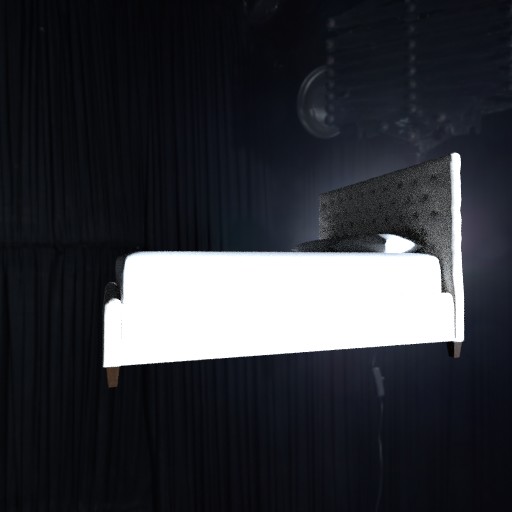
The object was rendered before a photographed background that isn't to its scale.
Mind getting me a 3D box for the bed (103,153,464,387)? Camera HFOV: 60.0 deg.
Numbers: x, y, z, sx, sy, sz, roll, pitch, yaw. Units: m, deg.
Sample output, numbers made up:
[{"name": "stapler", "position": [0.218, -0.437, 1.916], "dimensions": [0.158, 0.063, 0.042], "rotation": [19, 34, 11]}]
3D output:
[{"name": "bed", "position": [0.000, 0.000, 3.683], "dimensions": [2.387, 1.427, 2.078], "rotation": [0, -1, -18]}]
